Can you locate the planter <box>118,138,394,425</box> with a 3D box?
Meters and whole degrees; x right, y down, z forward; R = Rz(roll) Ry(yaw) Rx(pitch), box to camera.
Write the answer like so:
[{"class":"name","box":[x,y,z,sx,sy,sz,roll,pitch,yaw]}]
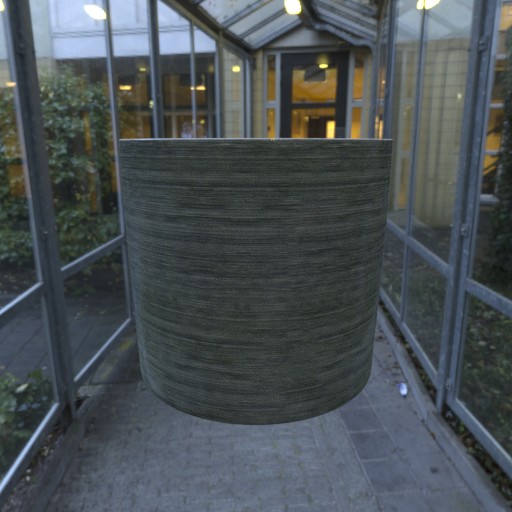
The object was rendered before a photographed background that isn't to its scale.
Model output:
[{"class":"planter","box":[0.000,0.000,0.397,0.221,0.201,0.221,0,14,0]}]
